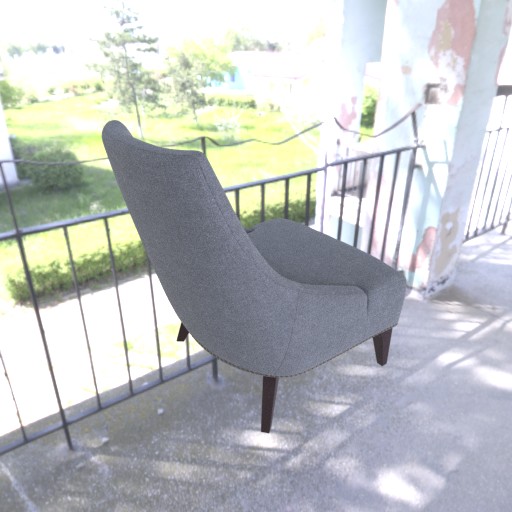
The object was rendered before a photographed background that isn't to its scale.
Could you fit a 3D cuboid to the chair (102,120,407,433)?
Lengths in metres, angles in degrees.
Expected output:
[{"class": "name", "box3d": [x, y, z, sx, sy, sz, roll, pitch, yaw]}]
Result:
[{"class": "chair", "box3d": [0.000, 0.000, 1.527, 0.861, 0.909, 0.701, -18, 32, -32]}]
